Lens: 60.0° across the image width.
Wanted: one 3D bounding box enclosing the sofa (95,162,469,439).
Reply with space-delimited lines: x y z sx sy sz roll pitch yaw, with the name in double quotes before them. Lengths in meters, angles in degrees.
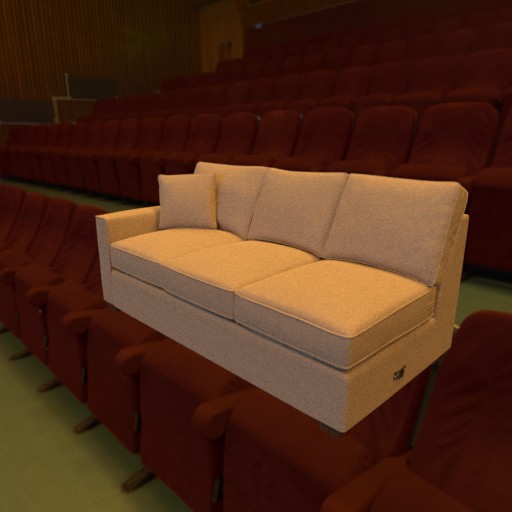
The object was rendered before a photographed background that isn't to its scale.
"sofa" 0.000 0.000 2.543 1.034 0.946 1.962 -15 22 -43
